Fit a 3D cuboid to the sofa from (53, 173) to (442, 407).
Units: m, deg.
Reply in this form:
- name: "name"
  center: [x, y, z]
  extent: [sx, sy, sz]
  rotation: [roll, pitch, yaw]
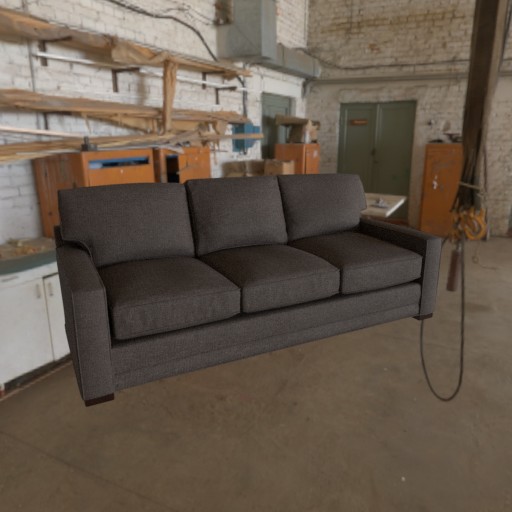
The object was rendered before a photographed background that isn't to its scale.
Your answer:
- name: "sofa"
  center: [0.000, 0.000, 2.928]
  extent: [2.369, 0.978, 1.004]
  rotation: [-8, 17, -26]
